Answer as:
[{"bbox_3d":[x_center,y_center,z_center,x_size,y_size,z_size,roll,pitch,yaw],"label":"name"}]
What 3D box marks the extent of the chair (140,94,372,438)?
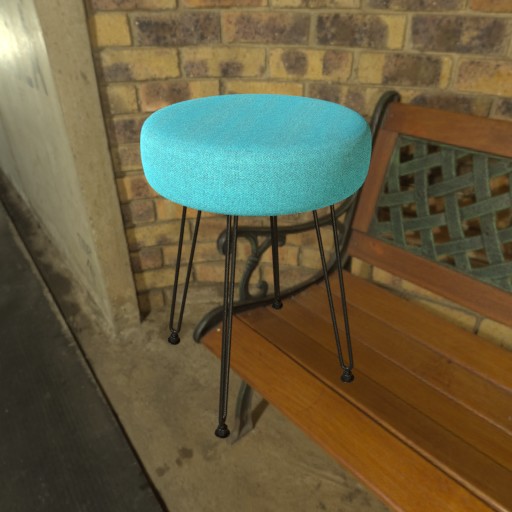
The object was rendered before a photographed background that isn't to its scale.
[{"bbox_3d":[0.000,0.000,0.687,0.350,0.440,0.350,9,32,14],"label":"chair"}]
